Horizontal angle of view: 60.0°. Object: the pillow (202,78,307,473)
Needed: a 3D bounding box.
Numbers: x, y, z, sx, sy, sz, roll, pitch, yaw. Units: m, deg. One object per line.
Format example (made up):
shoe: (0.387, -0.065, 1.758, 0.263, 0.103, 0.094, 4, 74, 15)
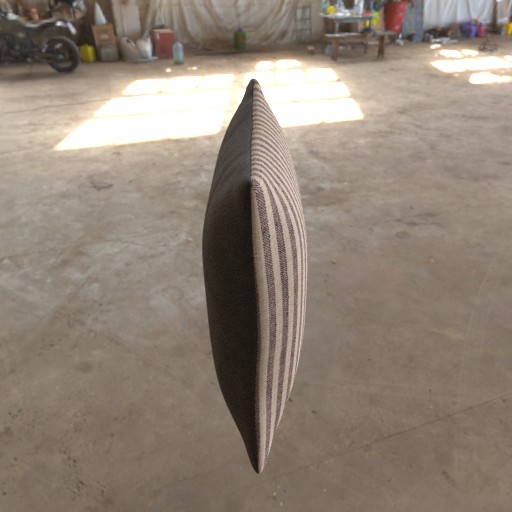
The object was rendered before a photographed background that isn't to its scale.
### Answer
pillow: (0.000, 0.000, 0.797, 0.166, 0.506, 0.523, 0, 33, 0)
